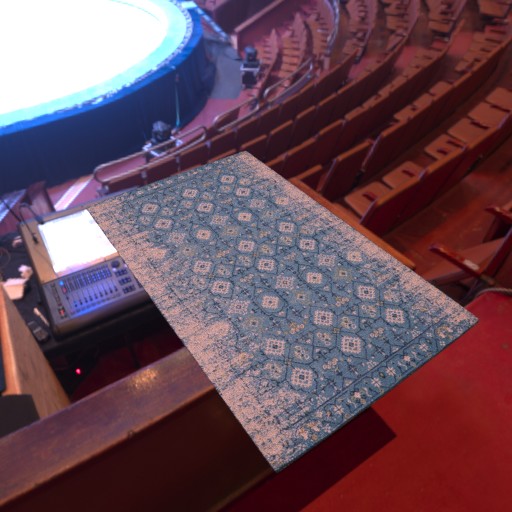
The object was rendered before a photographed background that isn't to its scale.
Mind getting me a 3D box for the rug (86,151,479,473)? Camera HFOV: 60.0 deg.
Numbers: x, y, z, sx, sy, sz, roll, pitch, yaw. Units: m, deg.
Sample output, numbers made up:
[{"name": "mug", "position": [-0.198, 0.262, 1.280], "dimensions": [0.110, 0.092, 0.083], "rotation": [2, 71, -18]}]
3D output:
[{"name": "rug", "position": [0.000, 0.000, 2.202], "dimensions": [1.102, 0.008, 1.795], "rotation": [-26, 48, -25]}]
